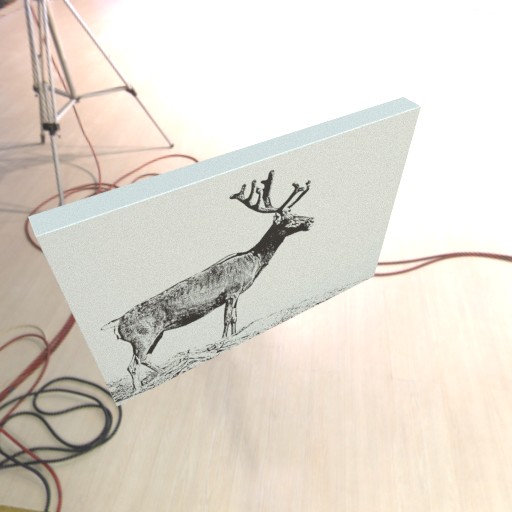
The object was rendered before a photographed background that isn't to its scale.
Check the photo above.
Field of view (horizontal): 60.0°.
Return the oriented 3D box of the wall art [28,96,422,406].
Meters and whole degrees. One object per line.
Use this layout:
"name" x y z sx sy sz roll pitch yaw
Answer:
"wall art" 0.000 0.000 0.772 0.608 0.414 0.042 -23 50 -21
